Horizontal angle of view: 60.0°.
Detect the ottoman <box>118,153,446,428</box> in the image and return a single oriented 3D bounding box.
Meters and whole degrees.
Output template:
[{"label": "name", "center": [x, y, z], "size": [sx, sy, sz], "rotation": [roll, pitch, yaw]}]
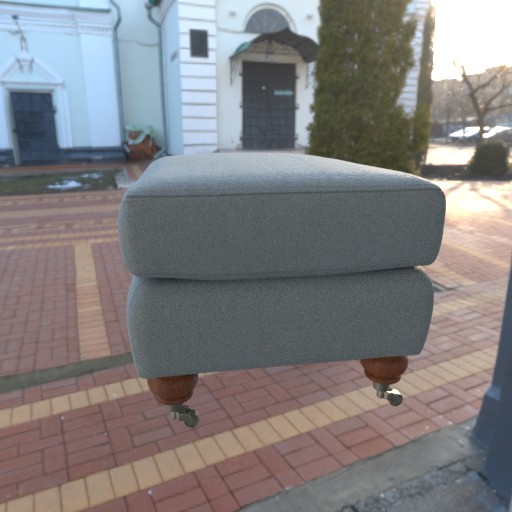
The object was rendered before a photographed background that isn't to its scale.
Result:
[{"label": "ottoman", "center": [0.000, 0.000, 1.120], "size": [0.569, 0.499, 0.773], "rotation": [-3, 16, -9]}]
